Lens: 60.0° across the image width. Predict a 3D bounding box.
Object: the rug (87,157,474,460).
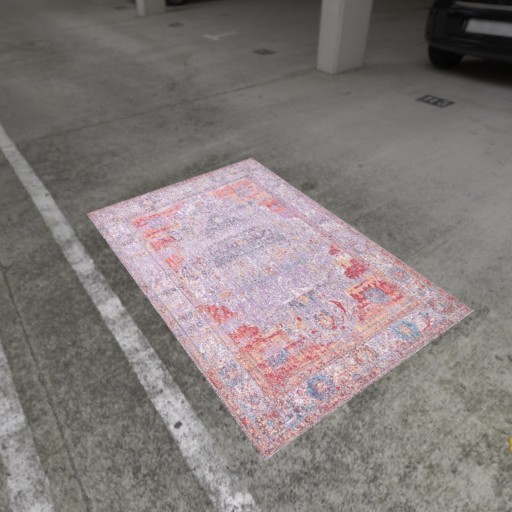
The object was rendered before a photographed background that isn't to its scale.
[{"bbox_3d":[0.000,0.000,2.386,1.219,0.005,1.829,-25,46,-26],"label":"rug"}]
